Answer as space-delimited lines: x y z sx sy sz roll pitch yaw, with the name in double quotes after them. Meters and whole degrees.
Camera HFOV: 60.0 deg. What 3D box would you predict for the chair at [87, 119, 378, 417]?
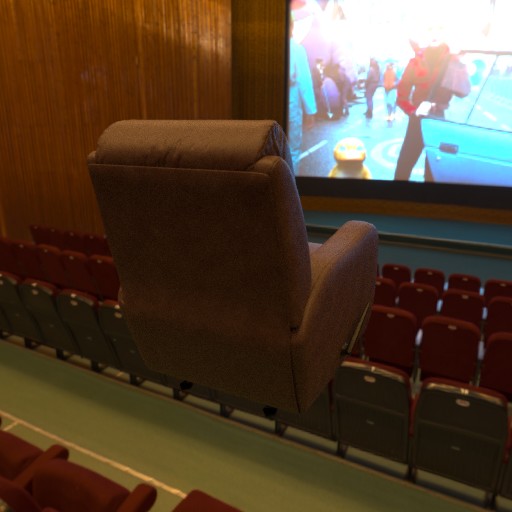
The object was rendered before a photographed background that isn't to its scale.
0.000 0.000 1.824 0.865 1.067 1.067 8 18 26 "chair"
